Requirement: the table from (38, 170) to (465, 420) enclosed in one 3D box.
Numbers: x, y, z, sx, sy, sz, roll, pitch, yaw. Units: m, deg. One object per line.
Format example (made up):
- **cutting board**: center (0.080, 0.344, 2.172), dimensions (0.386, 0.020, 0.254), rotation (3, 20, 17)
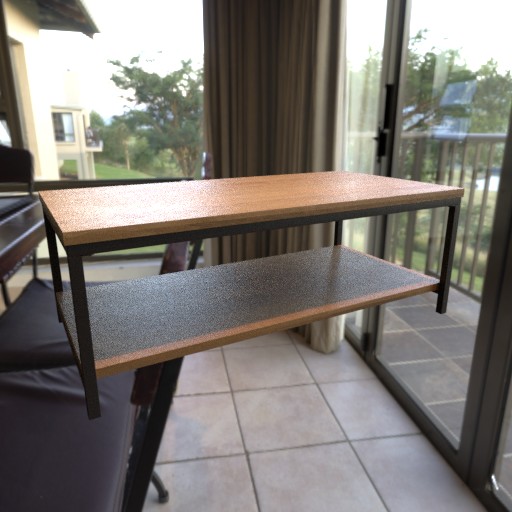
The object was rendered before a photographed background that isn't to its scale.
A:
- **table**: center (0.000, 0.000, 1.335), dimensions (1.100, 0.399, 0.551), rotation (-9, 19, -28)
